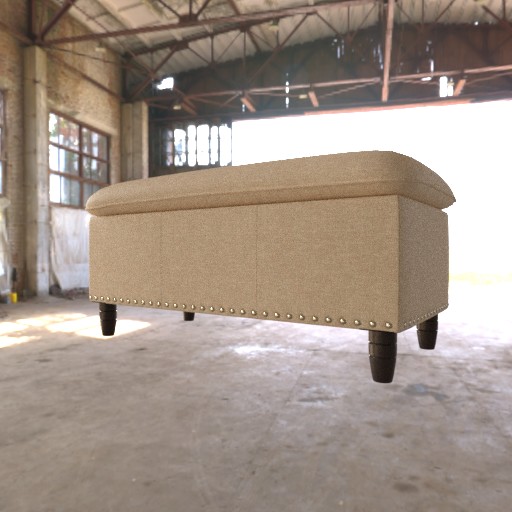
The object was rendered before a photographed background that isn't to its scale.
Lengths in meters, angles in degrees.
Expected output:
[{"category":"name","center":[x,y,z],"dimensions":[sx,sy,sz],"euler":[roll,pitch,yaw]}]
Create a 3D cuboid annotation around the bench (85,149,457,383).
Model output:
[{"category":"bench","center":[0.000,0.000,1.249],"dimensions":[0.991,0.483,0.483],"euler":[0,1,34]}]
